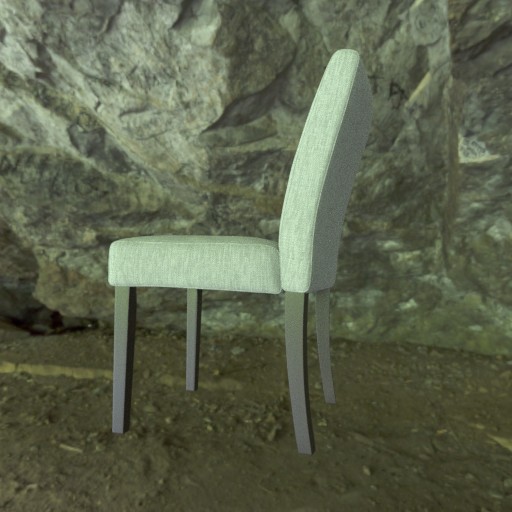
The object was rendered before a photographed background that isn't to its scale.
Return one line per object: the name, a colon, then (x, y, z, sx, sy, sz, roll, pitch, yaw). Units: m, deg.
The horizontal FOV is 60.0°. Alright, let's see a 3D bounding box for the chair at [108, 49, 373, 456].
chair: (0.000, 0.000, 1.223, 0.629, 0.884, 0.487, -1, -2, 17)
